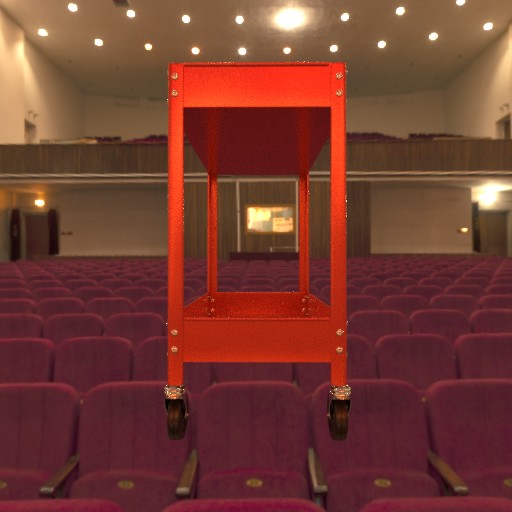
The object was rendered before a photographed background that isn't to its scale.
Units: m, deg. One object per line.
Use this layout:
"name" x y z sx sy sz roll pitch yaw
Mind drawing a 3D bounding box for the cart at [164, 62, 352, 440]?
"cart" 0.000 0.000 1.205 0.366 0.719 0.779 0 -1 0
